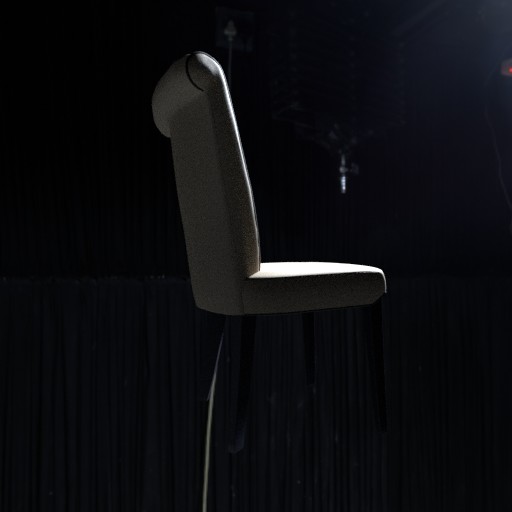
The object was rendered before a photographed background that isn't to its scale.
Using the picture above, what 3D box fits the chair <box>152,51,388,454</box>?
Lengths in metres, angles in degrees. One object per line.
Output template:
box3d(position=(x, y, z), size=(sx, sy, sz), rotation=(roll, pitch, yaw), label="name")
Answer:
box3d(position=(0.000, 0.000, 1.375), size=(0.623, 0.997, 0.522), rotation=(0, 0, -19), label="chair")
